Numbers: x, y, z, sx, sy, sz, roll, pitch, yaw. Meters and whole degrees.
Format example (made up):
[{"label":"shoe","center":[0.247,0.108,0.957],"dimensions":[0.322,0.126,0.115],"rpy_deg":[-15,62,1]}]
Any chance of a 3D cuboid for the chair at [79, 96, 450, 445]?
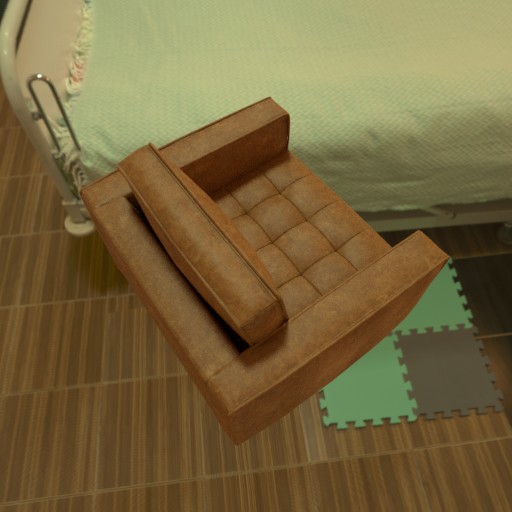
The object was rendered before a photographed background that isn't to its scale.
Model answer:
[{"label":"chair","center":[0.000,0.000,1.533],"dimensions":[0.798,0.767,0.928],"rpy_deg":[-32,63,-18]}]
